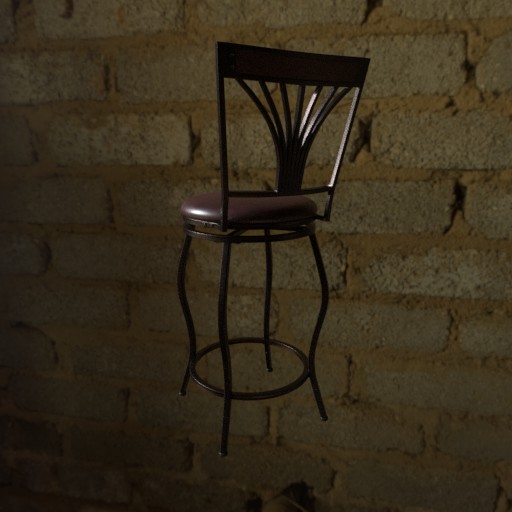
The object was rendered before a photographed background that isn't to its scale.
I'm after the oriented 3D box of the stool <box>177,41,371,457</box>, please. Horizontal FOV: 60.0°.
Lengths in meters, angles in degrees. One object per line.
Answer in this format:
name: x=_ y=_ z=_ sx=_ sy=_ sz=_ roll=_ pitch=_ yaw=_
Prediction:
stool: x=0.000 y=0.000 z=1.386 sx=0.433 sy=1.117 sz=0.514 roll=-8 pitch=16 yaw=-27
